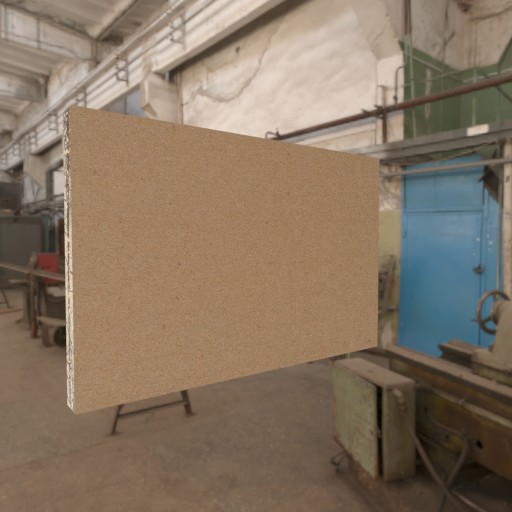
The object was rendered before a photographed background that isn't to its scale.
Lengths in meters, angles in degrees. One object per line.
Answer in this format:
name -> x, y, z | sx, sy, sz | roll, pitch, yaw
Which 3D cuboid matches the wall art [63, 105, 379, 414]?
wall art -> 0.000, 0.000, 0.770 | 0.618, 0.398, 0.042 | -2, 3, -36
